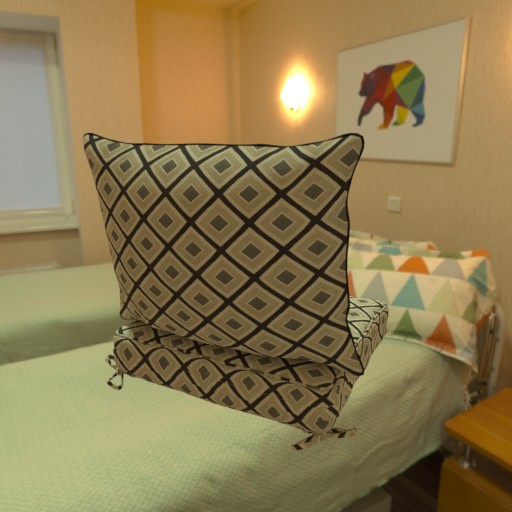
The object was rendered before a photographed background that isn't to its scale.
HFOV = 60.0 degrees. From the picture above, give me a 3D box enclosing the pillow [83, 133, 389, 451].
[{"bbox_3d":[0.000,0.000,1.352,0.798,0.722,0.733,8,17,27],"label":"pillow"}]
